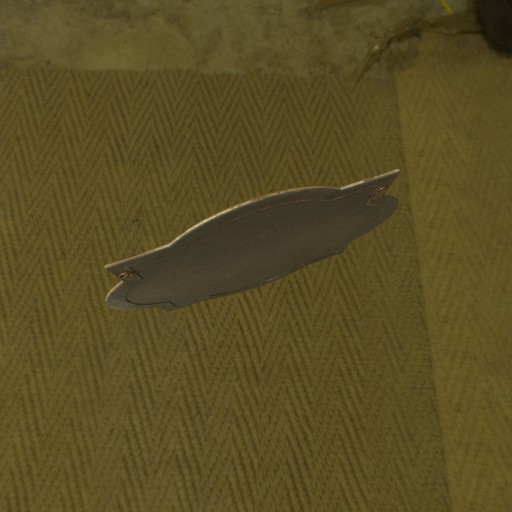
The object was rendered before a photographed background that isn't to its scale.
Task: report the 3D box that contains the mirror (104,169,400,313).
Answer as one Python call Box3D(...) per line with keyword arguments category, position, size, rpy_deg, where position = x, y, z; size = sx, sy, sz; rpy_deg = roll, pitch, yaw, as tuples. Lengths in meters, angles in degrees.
Box3D(category="mirror", position=(0.000, 0.000, 1.041), size=(0.686, 0.686, 0.019), rpy_deg=(-19, 76, -5))
